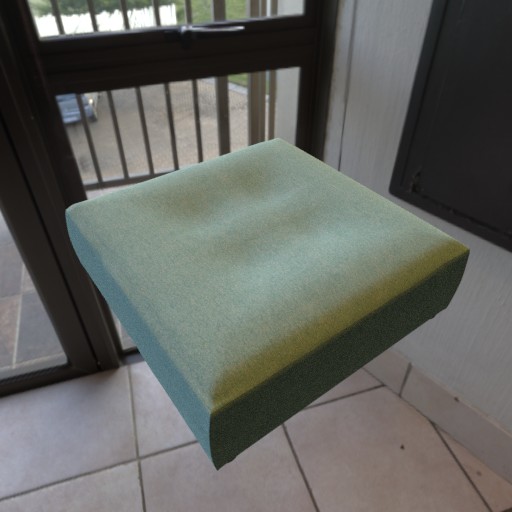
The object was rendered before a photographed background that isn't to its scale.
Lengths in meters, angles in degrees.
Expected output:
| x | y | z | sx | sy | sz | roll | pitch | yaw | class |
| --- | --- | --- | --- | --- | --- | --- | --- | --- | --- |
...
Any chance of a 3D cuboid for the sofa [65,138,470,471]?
| x | y | z | sx | sy | sz | roll | pitch | yaw | class |
| --- | --- | --- | --- | --- | --- | --- | --- | --- | --- |
| 0.000 | 0.000 | 1.468 | 0.930 | 0.330 | 0.930 | -25 | 47 | -27 | sofa |
